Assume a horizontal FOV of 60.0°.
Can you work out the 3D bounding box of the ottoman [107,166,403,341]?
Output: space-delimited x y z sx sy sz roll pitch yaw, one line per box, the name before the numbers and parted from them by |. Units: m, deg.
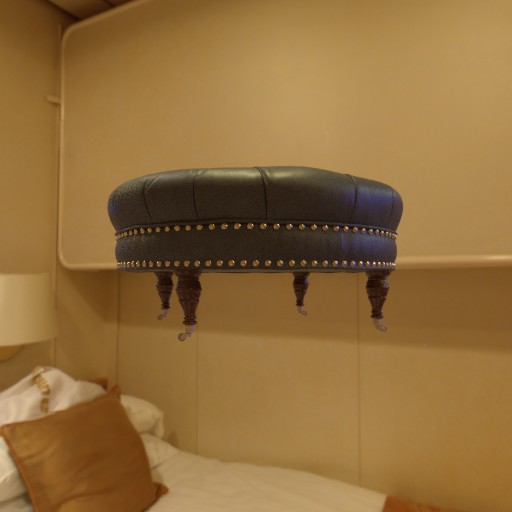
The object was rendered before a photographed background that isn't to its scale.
ottoman | 0.000 0.000 1.412 0.901 0.439 0.901 0 -3 0
